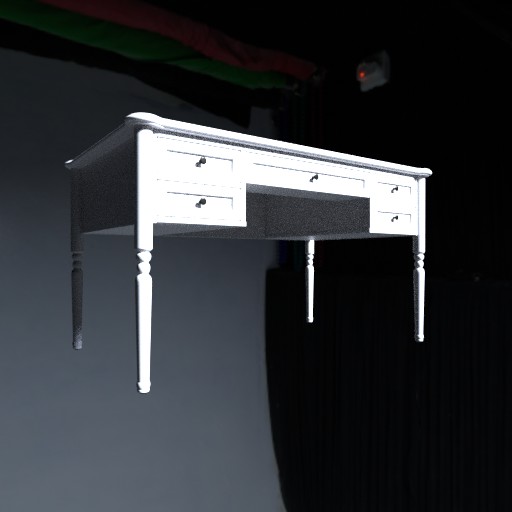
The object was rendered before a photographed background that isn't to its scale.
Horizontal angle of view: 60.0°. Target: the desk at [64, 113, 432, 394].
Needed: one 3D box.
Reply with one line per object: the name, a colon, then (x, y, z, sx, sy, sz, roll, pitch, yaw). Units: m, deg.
desk: (0.000, 0.000, 1.882, 1.380, 0.762, 0.807, 0, 0, -36)
